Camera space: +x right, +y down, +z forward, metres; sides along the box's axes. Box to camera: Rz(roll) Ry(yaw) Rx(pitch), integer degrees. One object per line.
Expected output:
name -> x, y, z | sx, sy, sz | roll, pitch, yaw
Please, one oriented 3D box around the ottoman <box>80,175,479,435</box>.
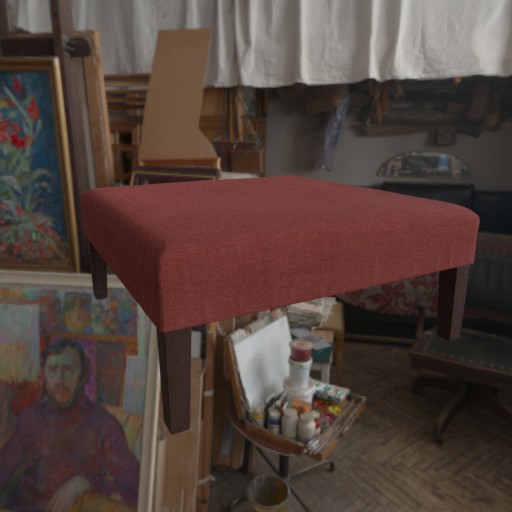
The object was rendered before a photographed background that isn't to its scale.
ottoman -> 0.000, 0.000, 1.391 | 0.890, 0.411, 0.889 | -9, 19, -28
